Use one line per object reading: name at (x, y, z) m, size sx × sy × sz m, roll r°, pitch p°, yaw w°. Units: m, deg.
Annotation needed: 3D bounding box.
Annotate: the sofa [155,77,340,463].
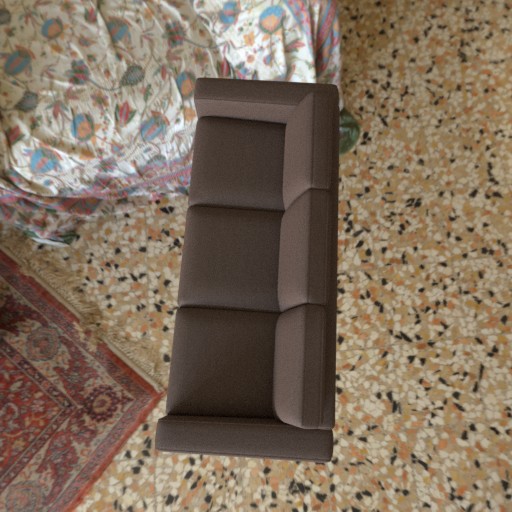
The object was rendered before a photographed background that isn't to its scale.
sofa at (0.000, 0.000, 2.631) m, size 0.900 × 0.806 × 2.160 m, roll 3°, pitch 75°, yaw 1°
